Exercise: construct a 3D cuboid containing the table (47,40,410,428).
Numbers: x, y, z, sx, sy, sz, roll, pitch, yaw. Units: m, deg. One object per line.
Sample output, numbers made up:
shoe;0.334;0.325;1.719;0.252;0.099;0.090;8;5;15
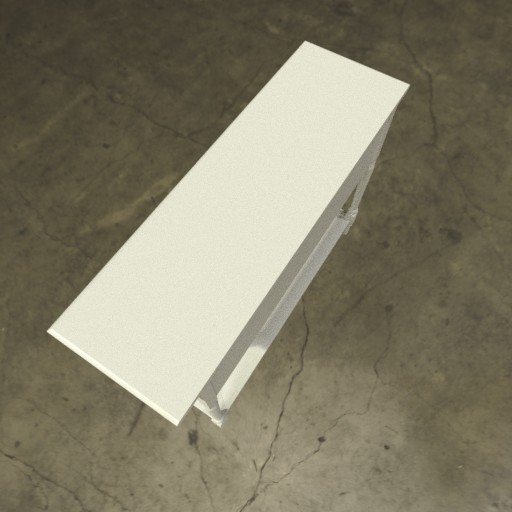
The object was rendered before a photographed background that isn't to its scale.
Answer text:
table;0.000;0.000;1.562;0.384;0.808;1.197;30;67;14
